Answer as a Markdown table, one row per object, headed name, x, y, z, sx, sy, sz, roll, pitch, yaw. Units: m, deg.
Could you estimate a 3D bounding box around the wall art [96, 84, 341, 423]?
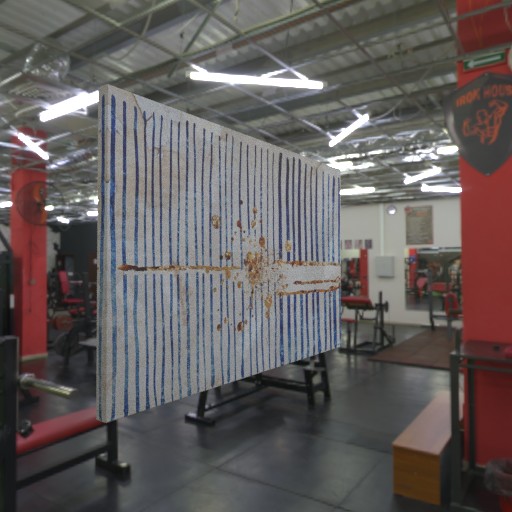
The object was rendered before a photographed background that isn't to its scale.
| name | x | y | z | sx | sy | sz | roll | pitch | yaw |
| --- | --- | --- | --- | --- | --- | --- | --- | --- | --- |
| wall art | 0.000 | 0.000 | 1.453 | 0.038 | 0.757 | 1.143 | -1 | -1 | 37 |
